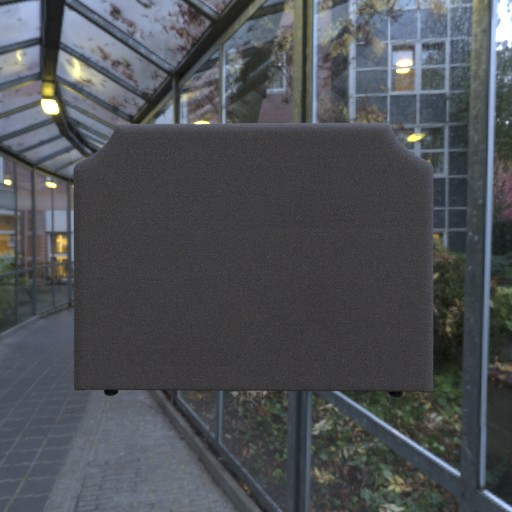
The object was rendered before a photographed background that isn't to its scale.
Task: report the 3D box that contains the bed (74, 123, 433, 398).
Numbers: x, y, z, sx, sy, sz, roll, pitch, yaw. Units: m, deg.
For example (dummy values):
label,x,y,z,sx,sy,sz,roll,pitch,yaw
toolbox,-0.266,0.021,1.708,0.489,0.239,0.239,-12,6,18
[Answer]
label,x,y,z,sx,sy,sz,roll,pitch,yaw
bed,0.000,0.000,3.106,1.693,1.290,2.116,0,1,1
